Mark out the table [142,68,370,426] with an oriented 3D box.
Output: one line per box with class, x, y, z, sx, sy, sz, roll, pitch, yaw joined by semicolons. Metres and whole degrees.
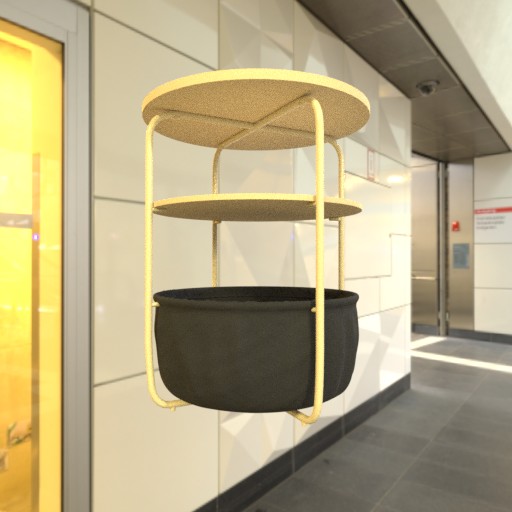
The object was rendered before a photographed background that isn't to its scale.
table;0.000;0.000;0.839;0.418;0.532;0.418;0;0;17
